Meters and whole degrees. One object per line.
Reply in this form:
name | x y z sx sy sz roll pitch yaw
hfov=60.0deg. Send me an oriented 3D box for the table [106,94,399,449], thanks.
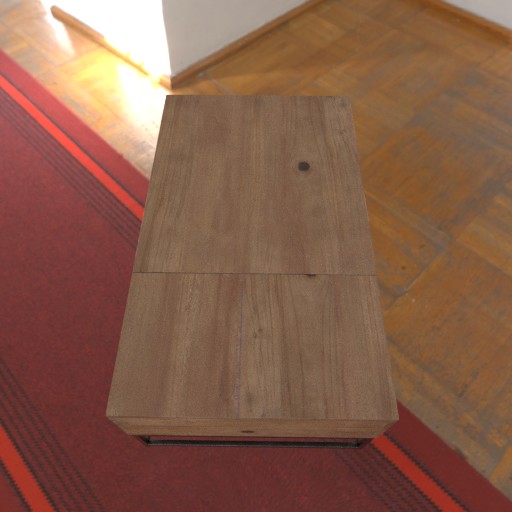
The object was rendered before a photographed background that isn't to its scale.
table | 0.000 0.000 1.441 0.655 0.395 1.101 1 57 0
